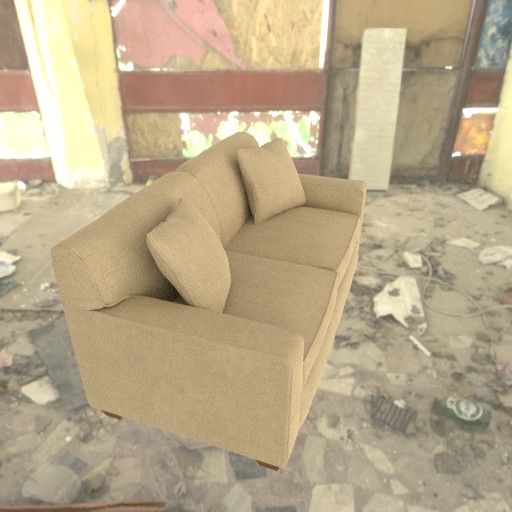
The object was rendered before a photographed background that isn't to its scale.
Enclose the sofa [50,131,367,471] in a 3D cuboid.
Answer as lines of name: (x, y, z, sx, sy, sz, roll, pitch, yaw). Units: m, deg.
sofa: (0.000, 0.000, 2.432, 0.998, 0.958, 1.846, 10, 31, 17)
